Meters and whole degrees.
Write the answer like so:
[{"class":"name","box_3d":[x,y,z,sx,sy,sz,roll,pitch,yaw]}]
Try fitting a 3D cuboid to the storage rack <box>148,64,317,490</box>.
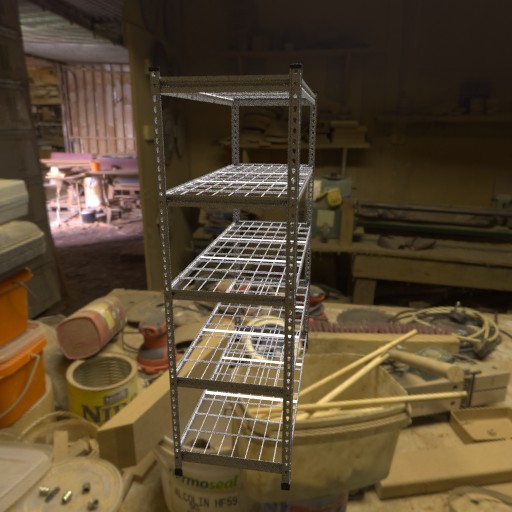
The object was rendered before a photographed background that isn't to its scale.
[{"class":"storage rack","box_3d":[0.000,0.000,2.708,0.610,1.981,1.524,3,17,9]}]
